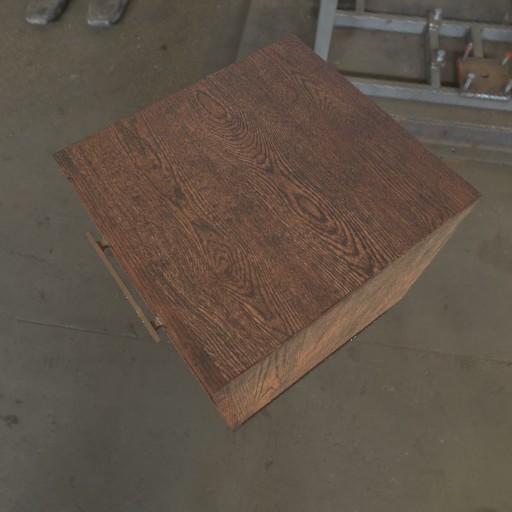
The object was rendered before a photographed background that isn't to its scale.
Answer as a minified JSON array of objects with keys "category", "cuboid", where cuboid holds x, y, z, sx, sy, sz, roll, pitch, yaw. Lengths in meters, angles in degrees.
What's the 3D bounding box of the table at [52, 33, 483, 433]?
[{"category":"table","cuboid":[0.000,0.000,1.010,0.566,0.582,0.506,-34,68,-16]}]
